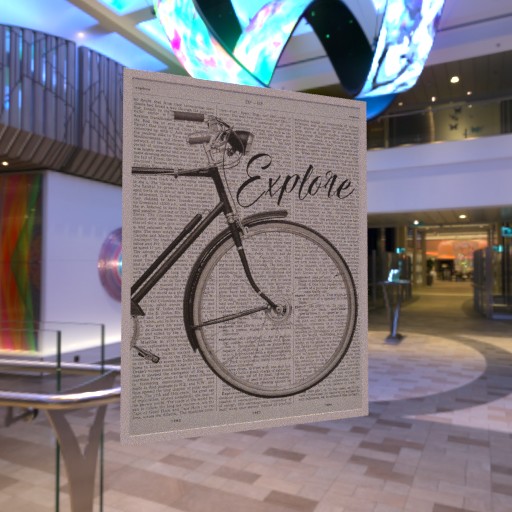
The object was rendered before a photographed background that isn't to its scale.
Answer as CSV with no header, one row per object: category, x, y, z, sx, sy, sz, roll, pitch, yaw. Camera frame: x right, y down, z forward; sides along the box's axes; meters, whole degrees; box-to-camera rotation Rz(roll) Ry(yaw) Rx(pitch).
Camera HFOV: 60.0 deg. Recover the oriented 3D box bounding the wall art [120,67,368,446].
wall art,0.000,0.000,0.789,0.457,0.610,0.003,1,-2,-19
